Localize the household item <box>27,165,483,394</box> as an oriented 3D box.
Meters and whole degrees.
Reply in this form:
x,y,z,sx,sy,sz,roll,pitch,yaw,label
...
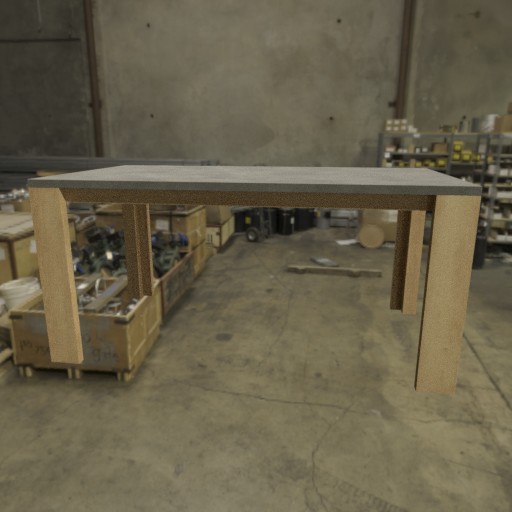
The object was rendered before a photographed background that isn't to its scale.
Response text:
x,y,z,sx,sy,sz,roll,pitch,yaw,label
0.000,0.000,2.042,1.600,0.755,0.850,2,15,9,household item
